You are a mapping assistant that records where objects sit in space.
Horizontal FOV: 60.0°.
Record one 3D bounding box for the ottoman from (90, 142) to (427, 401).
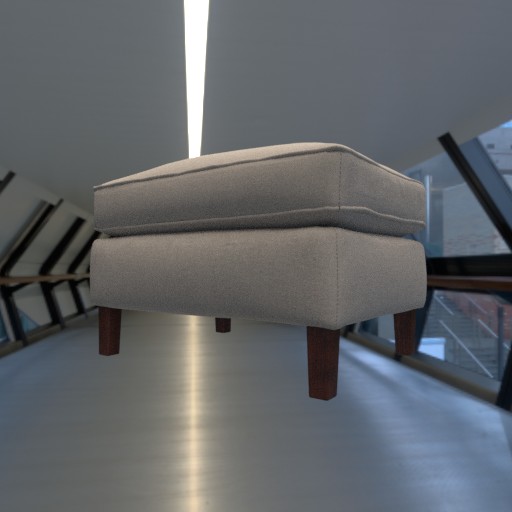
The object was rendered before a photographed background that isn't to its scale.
[{"bbox_3d":[0.000,0.000,1.035,0.665,0.456,0.501,-1,-1,36],"label":"ottoman"}]
